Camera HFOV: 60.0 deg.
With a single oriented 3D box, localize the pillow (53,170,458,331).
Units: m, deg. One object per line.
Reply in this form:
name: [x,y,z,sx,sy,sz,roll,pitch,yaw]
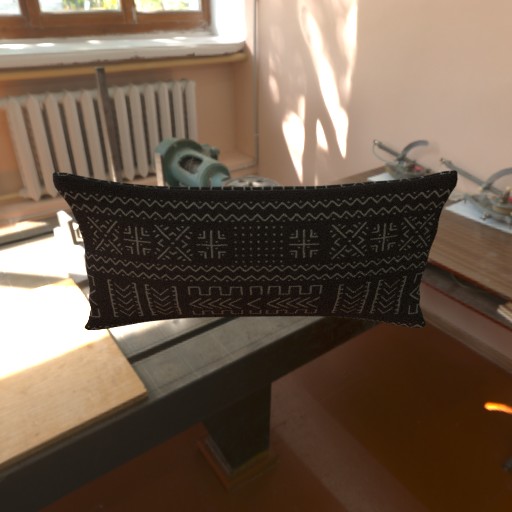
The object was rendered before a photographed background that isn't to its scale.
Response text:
pillow: [0.000,0.000,0.798,0.667,0.322,0.135,-1,30,-1]
